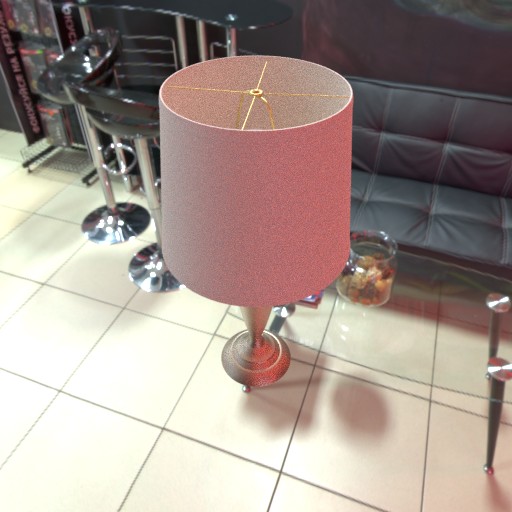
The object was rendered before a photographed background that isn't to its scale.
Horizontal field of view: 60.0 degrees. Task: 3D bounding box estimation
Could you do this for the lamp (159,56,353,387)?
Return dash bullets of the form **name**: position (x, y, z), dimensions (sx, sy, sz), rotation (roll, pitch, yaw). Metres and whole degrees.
- **lamp**: position (0.000, 0.000, 0.812), dimensions (0.328, 0.619, 0.328), rotation (0, 42, 0)
